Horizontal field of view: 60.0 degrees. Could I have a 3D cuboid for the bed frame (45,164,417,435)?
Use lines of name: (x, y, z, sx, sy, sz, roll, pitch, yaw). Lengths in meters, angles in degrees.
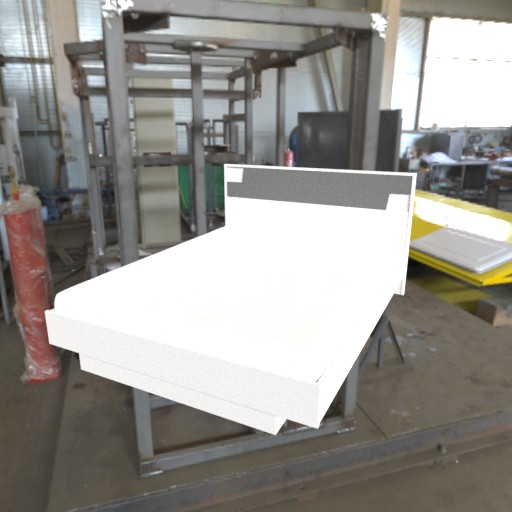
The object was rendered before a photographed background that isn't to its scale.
bed frame: (0.000, 0.000, 3.039, 1.711, 1.001, 2.100, 8, 19, 26)
